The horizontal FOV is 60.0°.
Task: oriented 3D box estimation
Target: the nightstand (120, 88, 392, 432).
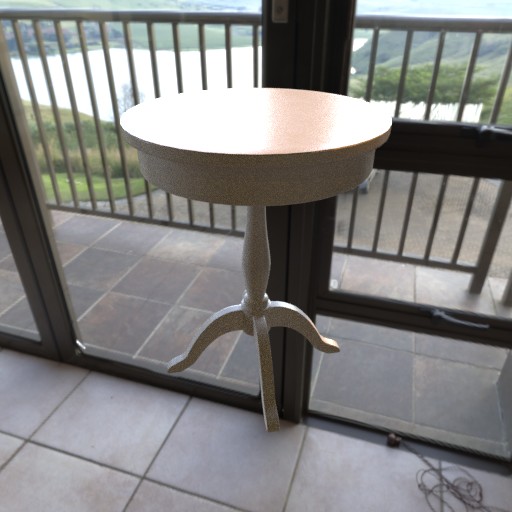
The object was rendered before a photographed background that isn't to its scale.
[{"bbox_3d":[0.000,0.000,1.031,0.513,0.653,0.513,0,31,-1],"label":"nightstand"}]
